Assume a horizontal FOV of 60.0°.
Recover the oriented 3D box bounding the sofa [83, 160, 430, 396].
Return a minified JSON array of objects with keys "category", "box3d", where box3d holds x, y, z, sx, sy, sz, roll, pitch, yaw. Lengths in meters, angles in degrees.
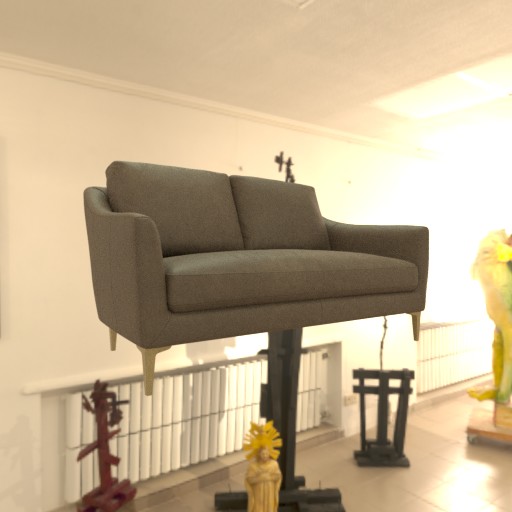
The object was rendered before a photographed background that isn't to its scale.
[{"category":"sofa","box3d":[0.000,0.000,2.242,1.619,0.902,0.960,0,1,-36]}]
